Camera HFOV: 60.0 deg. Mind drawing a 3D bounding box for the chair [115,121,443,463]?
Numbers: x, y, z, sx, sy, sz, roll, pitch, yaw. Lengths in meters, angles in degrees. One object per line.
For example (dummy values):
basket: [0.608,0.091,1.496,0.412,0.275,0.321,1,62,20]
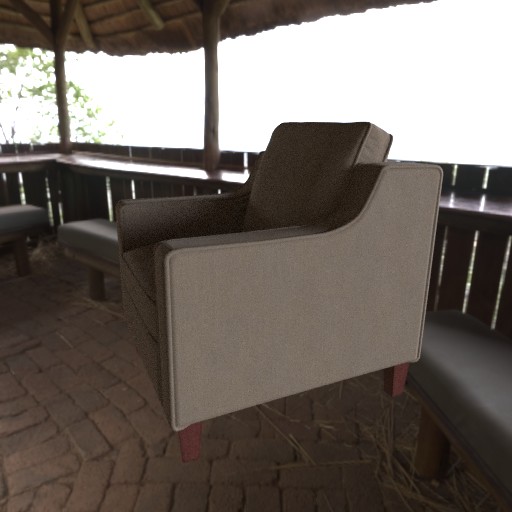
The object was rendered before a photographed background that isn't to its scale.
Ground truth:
chair: [0.000,0.000,1.648,0.909,0.960,0.831,-8,18,-24]
